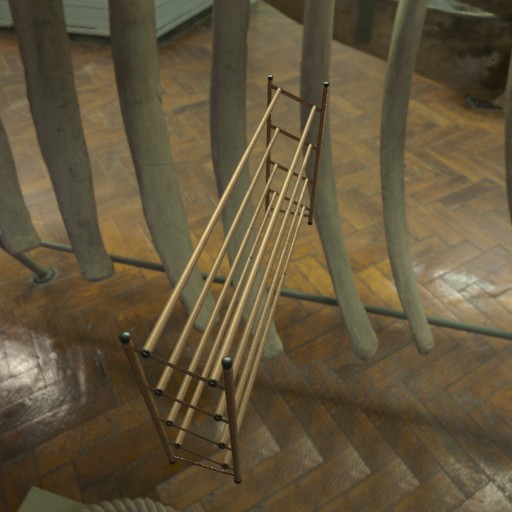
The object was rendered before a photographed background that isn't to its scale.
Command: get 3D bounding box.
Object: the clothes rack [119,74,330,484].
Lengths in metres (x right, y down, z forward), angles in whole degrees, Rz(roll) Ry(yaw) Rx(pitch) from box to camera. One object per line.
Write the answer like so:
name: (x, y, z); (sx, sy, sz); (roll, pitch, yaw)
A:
clothes rack: (0.000, 0.000, 1.444); (0.229, 0.672, 1.168); (11, 48, 10)
